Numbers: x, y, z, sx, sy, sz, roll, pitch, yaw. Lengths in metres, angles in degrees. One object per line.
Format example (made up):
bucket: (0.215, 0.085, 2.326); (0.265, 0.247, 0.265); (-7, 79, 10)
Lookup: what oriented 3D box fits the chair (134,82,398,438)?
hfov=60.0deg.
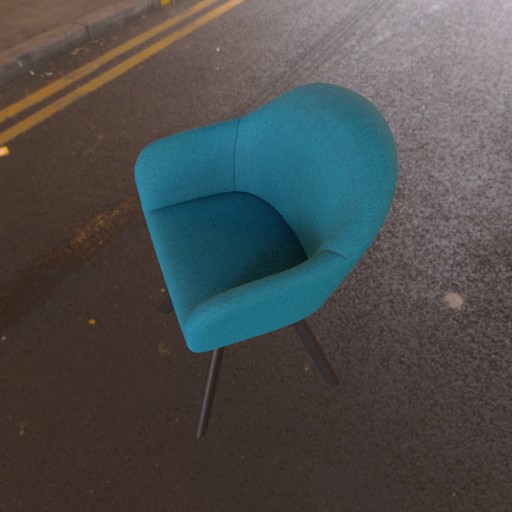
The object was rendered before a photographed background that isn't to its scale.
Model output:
chair: (0.000, 0.000, 1.175); (0.550, 0.795, 0.590); (-16, 49, -14)
